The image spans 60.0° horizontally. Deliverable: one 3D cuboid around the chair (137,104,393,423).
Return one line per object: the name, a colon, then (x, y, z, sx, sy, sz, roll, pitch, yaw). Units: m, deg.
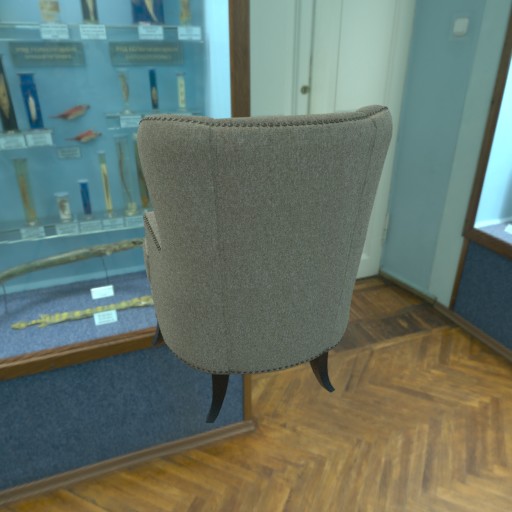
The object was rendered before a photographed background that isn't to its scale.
chair: (0.000, 0.000, 1.598, 0.759, 1.060, 0.758, -8, 27, -17)
